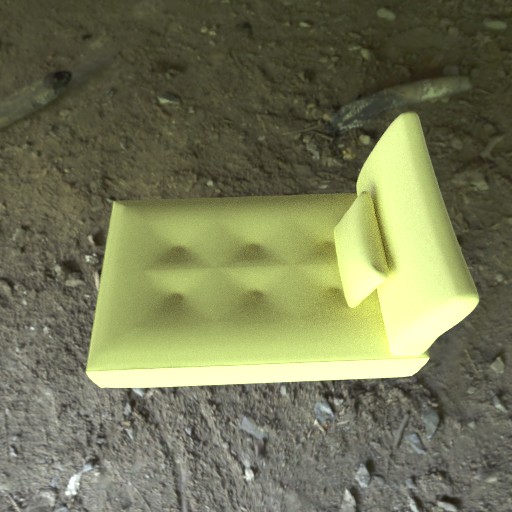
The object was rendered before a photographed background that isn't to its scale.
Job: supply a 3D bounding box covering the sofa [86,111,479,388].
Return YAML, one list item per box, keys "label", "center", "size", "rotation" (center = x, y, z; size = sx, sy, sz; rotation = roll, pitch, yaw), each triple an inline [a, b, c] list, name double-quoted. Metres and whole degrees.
- label: "sofa"
  center: [0.000, 0.000, 1.981]
  size: [1.450, 0.820, 0.930]
  rotation: [-2, 58, -1]
